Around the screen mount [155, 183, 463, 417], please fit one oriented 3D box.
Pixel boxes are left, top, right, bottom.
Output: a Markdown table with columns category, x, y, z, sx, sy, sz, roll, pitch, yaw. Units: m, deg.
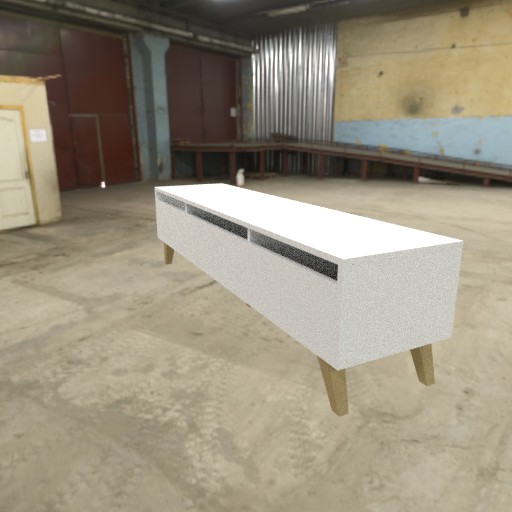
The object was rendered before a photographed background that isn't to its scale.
| category | x | y | z | sx | sy | sz | roll | pitch | yaw |
| --- | --- | --- | --- | --- | --- | --- | --- | --- | --- |
| screen mount | 0.000 | 0.000 | 1.856 | 0.399 | 0.432 | 1.644 | -8 | 17 | -26 |
